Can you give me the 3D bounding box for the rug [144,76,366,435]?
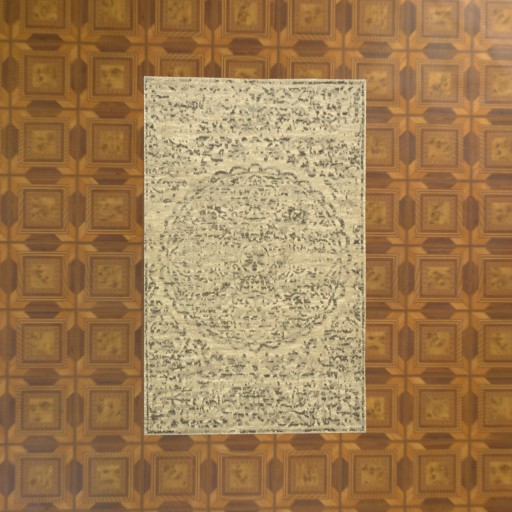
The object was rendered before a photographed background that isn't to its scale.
[{"bbox_3d":[0.000,0.000,3.046,1.527,0.021,2.447,0,90,-2],"label":"rug"}]
